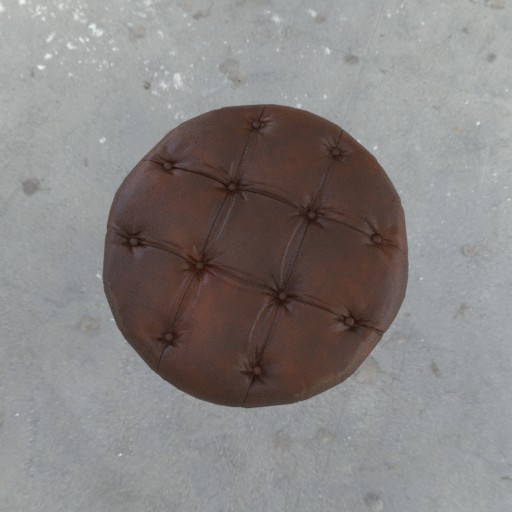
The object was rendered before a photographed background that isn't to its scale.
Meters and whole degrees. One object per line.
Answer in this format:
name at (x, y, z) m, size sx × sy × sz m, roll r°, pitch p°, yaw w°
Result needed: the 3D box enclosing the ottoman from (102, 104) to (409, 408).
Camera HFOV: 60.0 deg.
ottoman at (0.000, 0.000, 1.404) m, size 0.901 × 0.455 × 0.901 m, roll 0°, pitch 76°, yaw 0°
